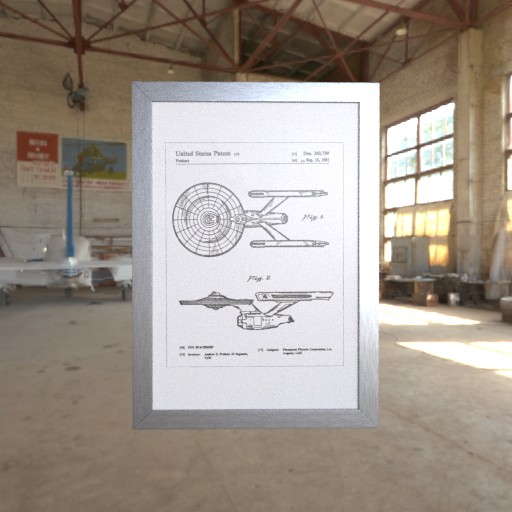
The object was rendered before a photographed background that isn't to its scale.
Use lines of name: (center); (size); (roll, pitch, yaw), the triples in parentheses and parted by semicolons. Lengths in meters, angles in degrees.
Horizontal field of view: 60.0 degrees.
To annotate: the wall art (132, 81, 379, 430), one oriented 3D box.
wall art: (0.000, 0.000, 0.682); (0.376, 0.529, 0.013); (0, 0, -1)
